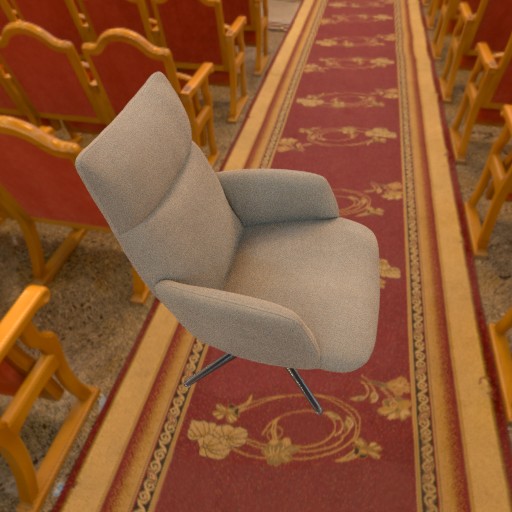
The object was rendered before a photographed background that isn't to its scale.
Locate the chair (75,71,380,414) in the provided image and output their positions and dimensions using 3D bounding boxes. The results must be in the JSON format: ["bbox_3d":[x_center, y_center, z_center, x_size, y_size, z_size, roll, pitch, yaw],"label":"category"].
[{"bbox_3d":[0.000,0.000,1.544,0.889,1.016,0.711,9,46,9],"label":"chair"}]
